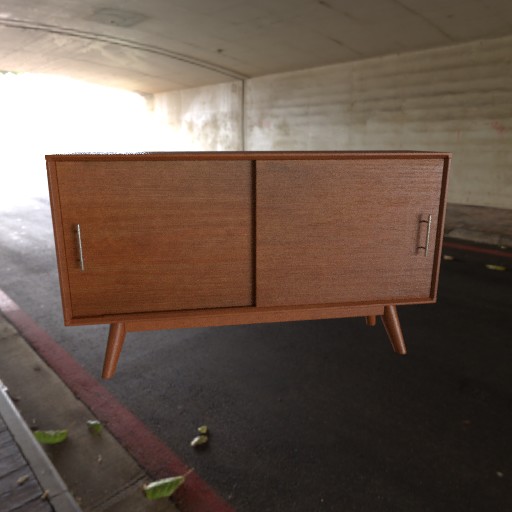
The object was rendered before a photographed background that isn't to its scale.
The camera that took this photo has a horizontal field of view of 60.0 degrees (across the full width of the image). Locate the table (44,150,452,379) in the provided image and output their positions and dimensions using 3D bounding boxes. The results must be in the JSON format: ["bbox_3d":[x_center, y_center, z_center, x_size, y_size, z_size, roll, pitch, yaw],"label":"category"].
[{"bbox_3d":[0.000,0.000,1.525,1.220,0.698,0.308,-2,15,-9],"label":"table"}]
